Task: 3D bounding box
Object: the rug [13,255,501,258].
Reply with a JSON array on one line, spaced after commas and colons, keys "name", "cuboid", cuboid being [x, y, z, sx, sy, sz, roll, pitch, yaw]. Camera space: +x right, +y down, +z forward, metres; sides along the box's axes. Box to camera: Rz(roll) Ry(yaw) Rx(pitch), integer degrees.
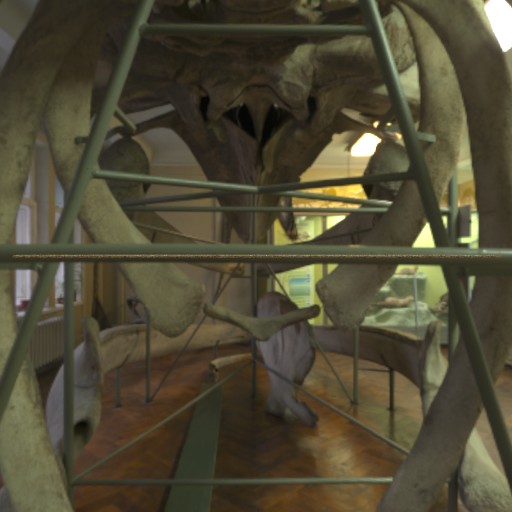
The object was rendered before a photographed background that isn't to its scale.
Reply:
[{"name": "rug", "cuboid": [0.000, 0.000, 2.680, 2.141, 0.013, 1.566, 0, 0, 0]}]
